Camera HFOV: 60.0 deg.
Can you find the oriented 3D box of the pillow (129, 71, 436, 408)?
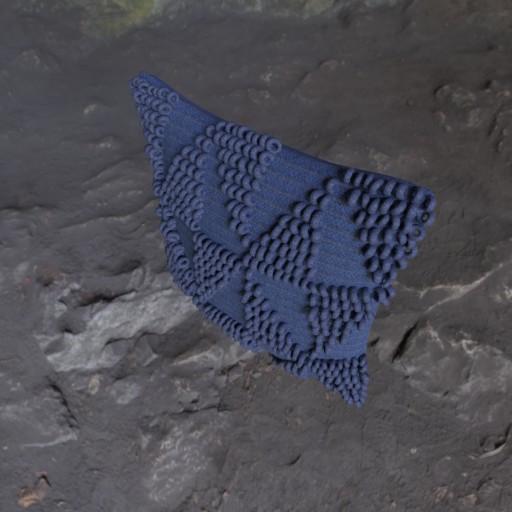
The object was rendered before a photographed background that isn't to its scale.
[{"bbox_3d":[0.000,0.000,0.702,0.469,0.466,0.172,30,53,26],"label":"pillow"}]
